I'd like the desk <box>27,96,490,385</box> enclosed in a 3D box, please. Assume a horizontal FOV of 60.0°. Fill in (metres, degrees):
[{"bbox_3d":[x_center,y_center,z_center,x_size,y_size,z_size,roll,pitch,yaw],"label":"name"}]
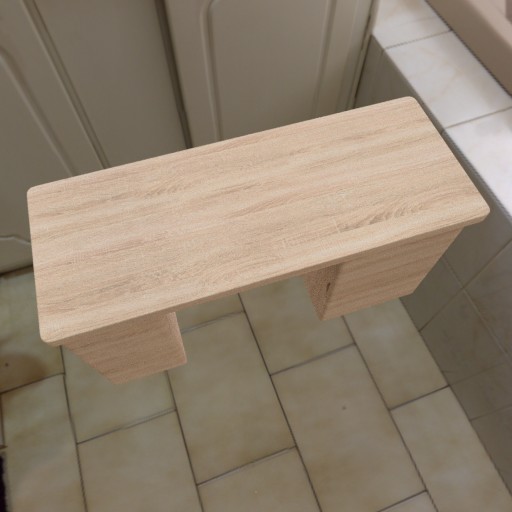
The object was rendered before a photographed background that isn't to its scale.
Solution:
[{"bbox_3d":[0.000,0.000,1.758,1.400,0.760,0.550,-16,63,-8],"label":"desk"}]
